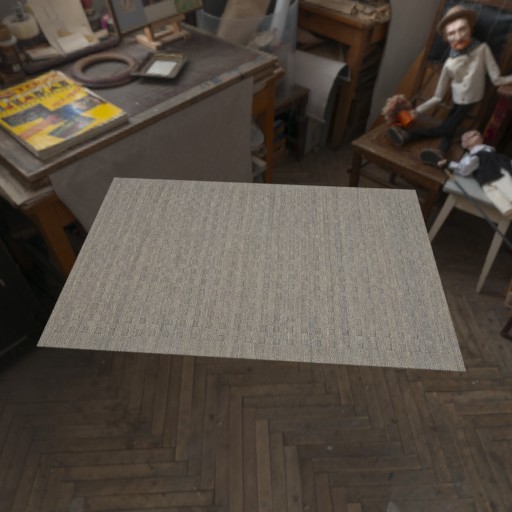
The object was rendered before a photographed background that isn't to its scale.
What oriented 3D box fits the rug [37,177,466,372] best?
[{"bbox_3d":[0.000,0.000,2.192,1.752,0.006,1.142,3,47,3],"label":"rug"}]
